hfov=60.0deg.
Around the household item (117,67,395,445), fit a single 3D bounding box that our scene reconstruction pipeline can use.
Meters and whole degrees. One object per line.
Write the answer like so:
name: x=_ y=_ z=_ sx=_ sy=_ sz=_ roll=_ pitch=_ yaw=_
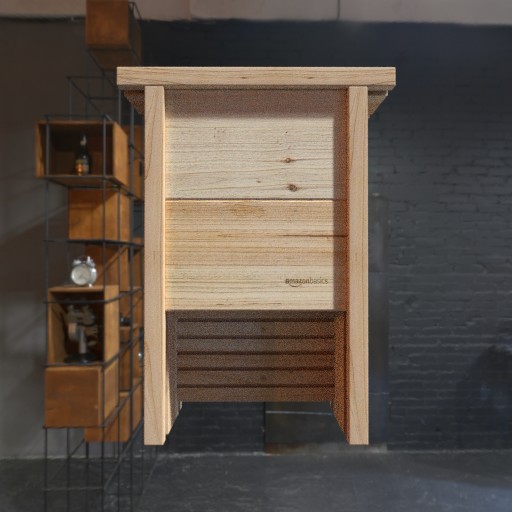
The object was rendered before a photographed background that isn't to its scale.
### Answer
household item: x=0.000 y=0.000 z=0.537 sx=0.301 sy=0.407 sz=0.123 roll=0 pitch=0 yaw=0
